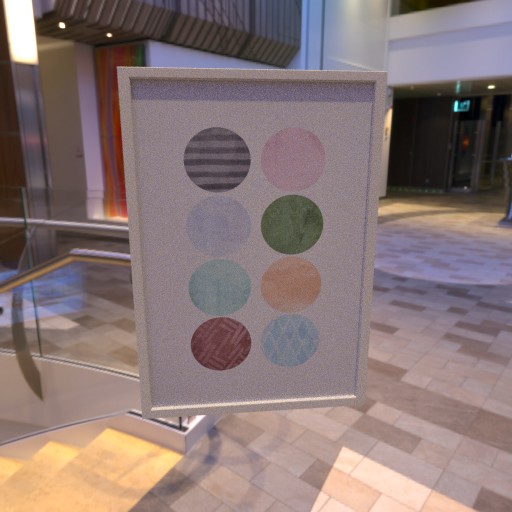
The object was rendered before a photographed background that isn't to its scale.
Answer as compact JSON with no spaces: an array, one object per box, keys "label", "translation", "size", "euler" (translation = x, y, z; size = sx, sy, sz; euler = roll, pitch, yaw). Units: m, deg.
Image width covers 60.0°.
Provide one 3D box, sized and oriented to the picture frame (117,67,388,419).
[{"label":"picture frame","translation":[0.000,0.000,0.556],"size":[0.305,0.434,0.013],"euler":[-2,14,-6]}]
